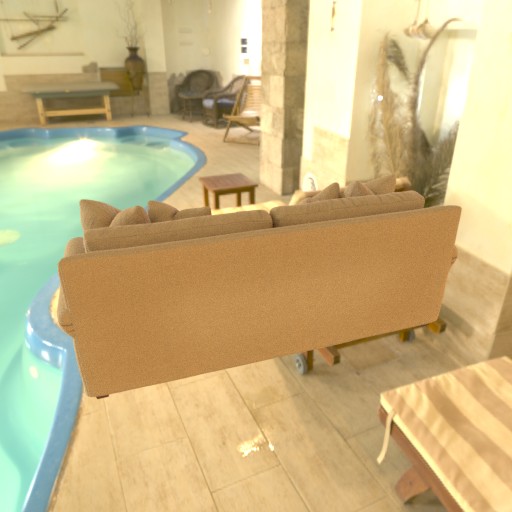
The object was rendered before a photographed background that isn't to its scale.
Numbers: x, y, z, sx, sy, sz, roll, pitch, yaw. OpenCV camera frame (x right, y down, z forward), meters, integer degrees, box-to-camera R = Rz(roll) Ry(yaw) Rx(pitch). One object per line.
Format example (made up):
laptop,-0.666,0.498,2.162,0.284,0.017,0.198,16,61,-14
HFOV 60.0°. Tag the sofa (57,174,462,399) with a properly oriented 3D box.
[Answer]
sofa,0.000,0.000,2.818,2.285,0.904,1.067,-9,27,-17
